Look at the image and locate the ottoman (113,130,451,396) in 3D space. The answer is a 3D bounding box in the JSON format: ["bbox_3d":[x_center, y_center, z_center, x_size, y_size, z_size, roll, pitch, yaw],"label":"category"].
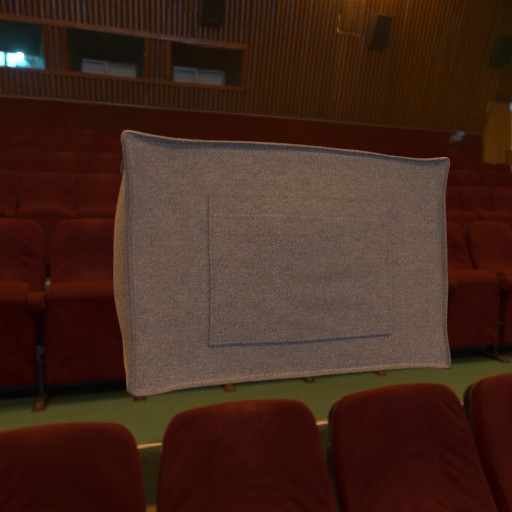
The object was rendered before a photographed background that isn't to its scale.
[{"bbox_3d":[0.000,0.000,1.157,0.707,0.470,0.696,0,1,-17],"label":"ottoman"}]
